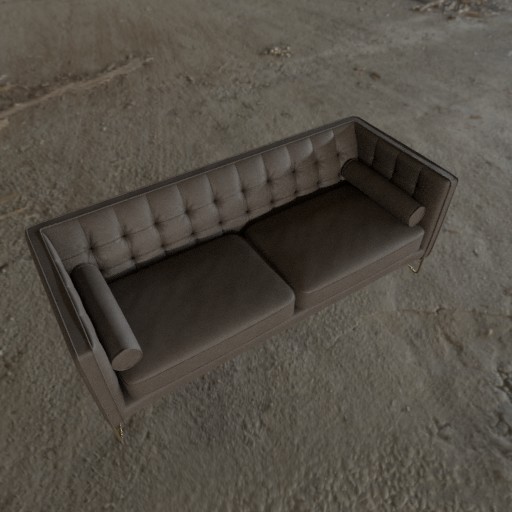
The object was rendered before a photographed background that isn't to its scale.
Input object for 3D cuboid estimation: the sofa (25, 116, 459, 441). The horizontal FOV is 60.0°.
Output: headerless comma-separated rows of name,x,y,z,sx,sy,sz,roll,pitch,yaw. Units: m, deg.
sofa,0.000,0.000,2.485,2.087,0.789,0.867,-24,50,-22
